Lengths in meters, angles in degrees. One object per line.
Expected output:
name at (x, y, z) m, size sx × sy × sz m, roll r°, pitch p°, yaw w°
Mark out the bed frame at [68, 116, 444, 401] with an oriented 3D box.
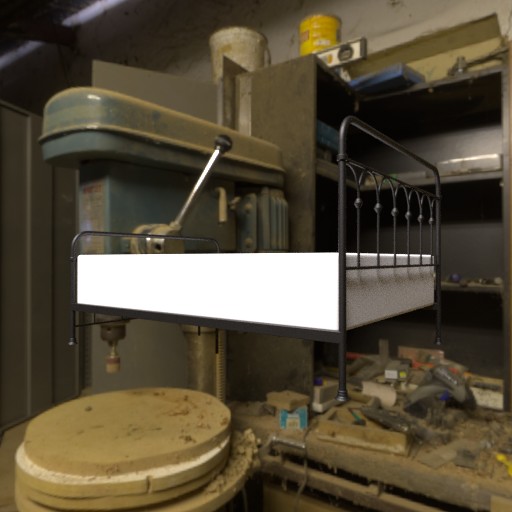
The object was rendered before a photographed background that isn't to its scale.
bed frame at (0.000, 0.000, 3.234) m, size 2.203 × 1.276 × 1.664 m, roll 0°, pitch 0°, yaw 37°
